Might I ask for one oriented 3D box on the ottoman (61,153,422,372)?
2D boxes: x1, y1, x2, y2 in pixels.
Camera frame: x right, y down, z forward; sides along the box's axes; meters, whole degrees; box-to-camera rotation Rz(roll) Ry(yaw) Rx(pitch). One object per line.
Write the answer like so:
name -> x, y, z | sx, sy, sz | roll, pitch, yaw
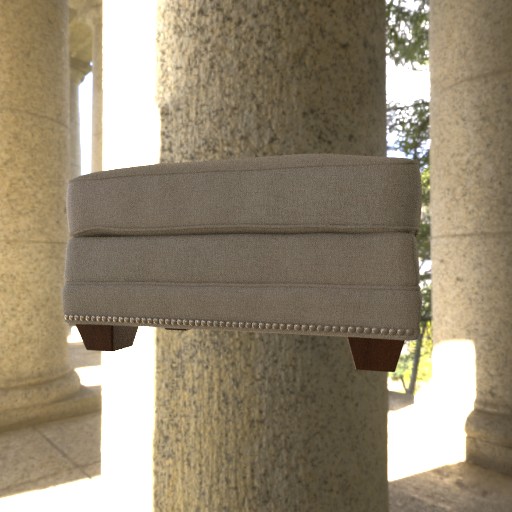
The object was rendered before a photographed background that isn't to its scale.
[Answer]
ottoman -> 0.000, 0.000, 1.167 | 0.813, 0.458, 0.559 | 0, -2, 19
